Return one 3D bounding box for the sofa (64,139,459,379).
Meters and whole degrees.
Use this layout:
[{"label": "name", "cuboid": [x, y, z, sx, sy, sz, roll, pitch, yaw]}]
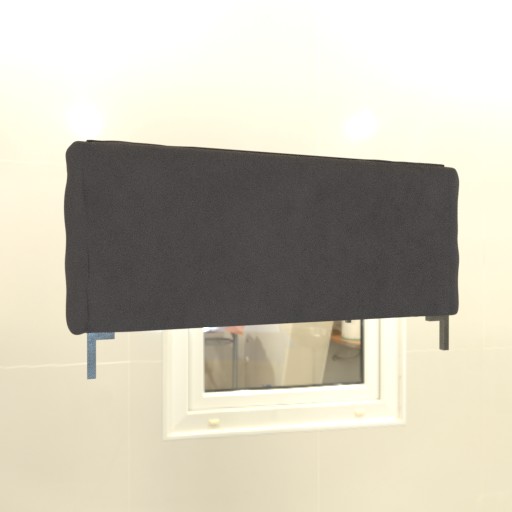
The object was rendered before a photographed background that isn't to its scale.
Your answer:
[{"label": "sofa", "cuboid": [0.000, 0.000, 2.077, 1.583, 0.810, 0.909, 0, 0, -18]}]
